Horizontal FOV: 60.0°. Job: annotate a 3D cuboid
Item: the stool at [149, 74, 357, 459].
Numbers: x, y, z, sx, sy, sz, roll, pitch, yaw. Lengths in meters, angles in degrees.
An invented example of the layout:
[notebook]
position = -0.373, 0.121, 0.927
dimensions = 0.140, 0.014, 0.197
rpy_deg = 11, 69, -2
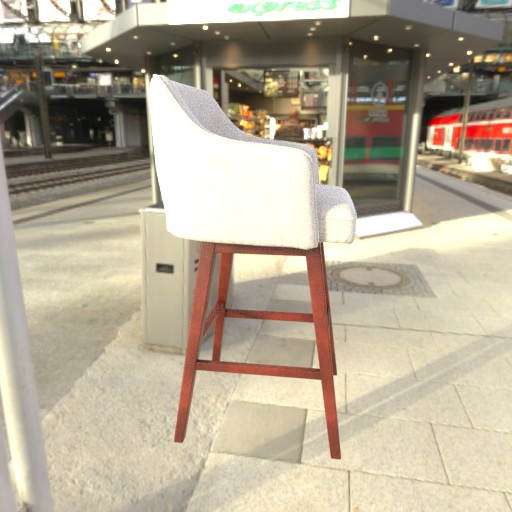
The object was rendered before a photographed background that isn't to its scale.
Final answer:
[stool]
position = 0.000, 0.000, 1.349
dimensions = 0.558, 1.012, 0.548
rpy_deg = 2, 15, 8
